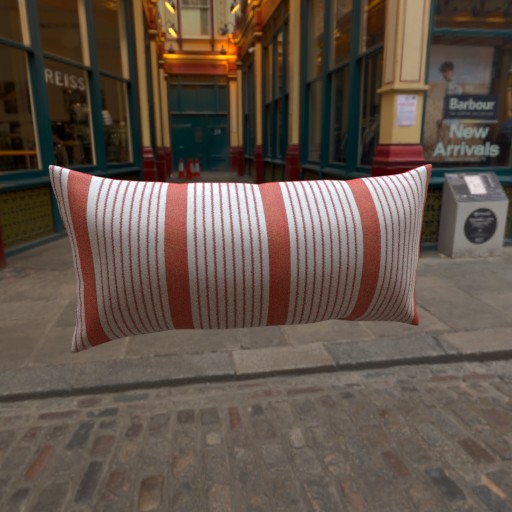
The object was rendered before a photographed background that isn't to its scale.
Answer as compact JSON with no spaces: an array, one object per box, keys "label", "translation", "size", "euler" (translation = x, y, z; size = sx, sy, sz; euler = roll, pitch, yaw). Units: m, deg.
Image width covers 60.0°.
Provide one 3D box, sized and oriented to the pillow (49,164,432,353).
[{"label":"pillow","translation":[0.000,0.000,0.727],"size":[0.608,0.297,0.151],"euler":[-3,15,-10]}]
